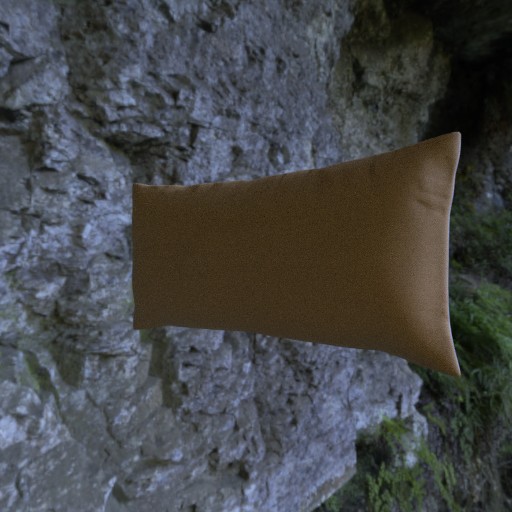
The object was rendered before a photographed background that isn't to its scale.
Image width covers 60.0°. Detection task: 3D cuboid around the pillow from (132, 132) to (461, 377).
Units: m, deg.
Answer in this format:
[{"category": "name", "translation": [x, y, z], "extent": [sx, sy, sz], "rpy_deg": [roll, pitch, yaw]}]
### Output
[{"category": "pillow", "translation": [0.000, 0.000, 0.707], "extent": [0.608, 0.291, 0.151], "rpy_deg": [0, -1, 36]}]
